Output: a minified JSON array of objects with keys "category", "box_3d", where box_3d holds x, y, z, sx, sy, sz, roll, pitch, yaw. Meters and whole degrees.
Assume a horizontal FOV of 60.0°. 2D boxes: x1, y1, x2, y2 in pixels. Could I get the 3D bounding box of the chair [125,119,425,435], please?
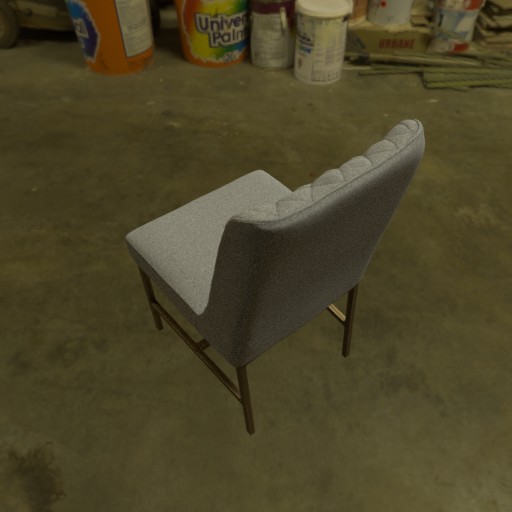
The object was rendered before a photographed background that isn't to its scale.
[{"category":"chair","box_3d":[0.000,0.000,1.213,0.508,0.889,0.587,-31,55,-25]}]
